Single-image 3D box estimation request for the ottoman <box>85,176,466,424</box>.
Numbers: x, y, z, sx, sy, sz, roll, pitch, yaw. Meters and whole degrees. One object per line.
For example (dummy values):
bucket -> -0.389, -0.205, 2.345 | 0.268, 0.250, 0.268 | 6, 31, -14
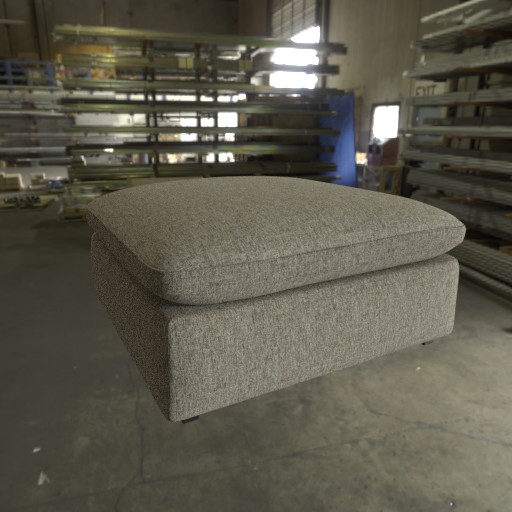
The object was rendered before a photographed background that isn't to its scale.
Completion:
ottoman -> 0.000, 0.000, 1.627 | 1.039, 0.526, 1.035 | -9, 19, -27
